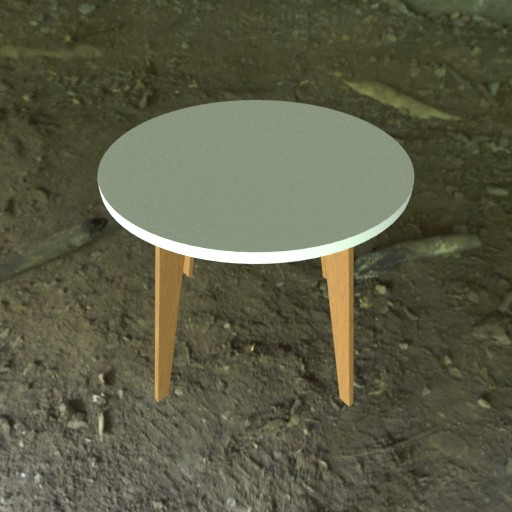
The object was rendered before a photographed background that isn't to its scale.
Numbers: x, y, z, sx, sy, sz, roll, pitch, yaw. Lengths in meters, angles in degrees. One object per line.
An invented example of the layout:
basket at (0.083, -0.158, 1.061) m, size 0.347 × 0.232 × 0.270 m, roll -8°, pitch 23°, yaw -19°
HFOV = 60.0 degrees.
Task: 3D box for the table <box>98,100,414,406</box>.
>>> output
table at (0.000, 0.000, 1.542) m, size 0.896 × 0.762 × 0.896 m, roll 0°, pitch 40°, yaw 0°
